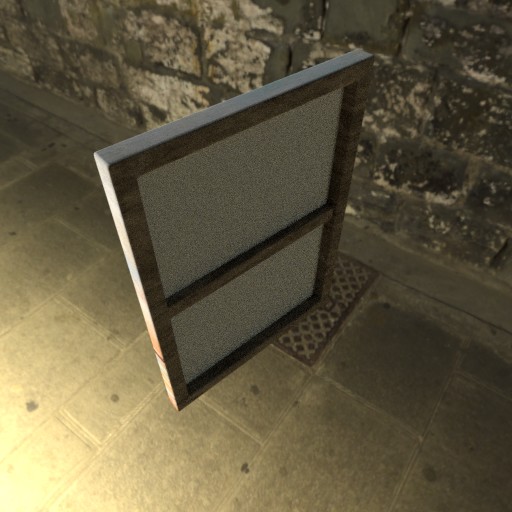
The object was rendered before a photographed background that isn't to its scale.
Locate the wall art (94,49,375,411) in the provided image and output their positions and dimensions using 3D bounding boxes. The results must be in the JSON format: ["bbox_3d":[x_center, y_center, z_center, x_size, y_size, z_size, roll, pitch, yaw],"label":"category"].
[{"bbox_3d":[0.000,0.000,0.797,0.443,0.605,0.035,-31,54,-26],"label":"wall art"}]
